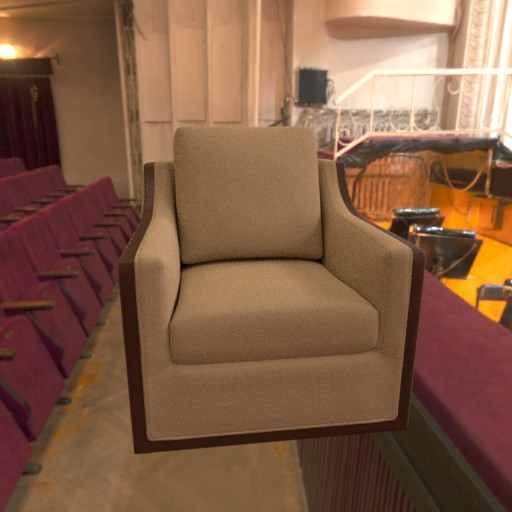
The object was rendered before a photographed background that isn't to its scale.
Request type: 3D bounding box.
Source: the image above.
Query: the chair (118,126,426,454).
[{"bbox_3d":[0.000,0.000,1.649,0.870,0.930,0.950,-2,16,-7],"label":"chair"}]
